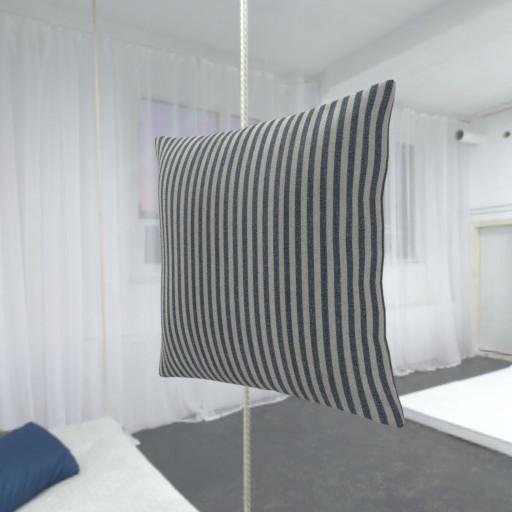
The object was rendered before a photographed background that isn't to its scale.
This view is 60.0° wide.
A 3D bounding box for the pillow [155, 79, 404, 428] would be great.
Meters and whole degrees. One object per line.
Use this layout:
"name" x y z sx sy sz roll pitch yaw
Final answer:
"pillow" 0.000 0.000 0.792 0.523 0.510 0.166 0 -1 37
